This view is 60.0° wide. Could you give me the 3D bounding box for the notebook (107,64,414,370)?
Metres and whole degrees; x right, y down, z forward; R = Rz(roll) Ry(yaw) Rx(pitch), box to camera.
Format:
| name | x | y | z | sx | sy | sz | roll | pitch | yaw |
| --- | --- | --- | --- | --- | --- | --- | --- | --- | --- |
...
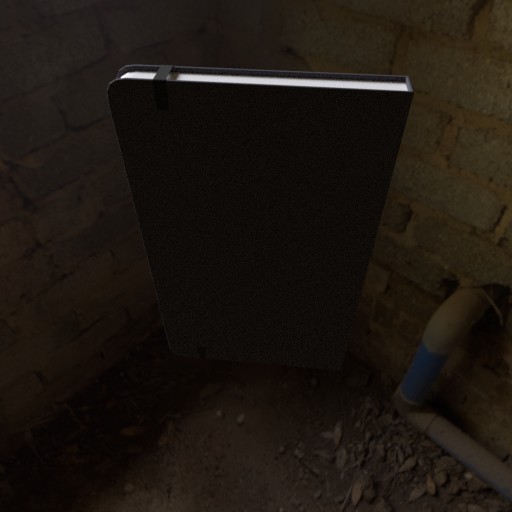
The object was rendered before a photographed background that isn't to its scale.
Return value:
| name | x | y | z | sx | sy | sz | roll | pitch | yaw |
| --- | --- | --- | --- | --- | --- | --- | --- | --- | --- |
| notebook | 0.000 | 0.000 | 0.260 | 0.127 | 0.213 | 0.016 | 4 | 46 | 4 |
